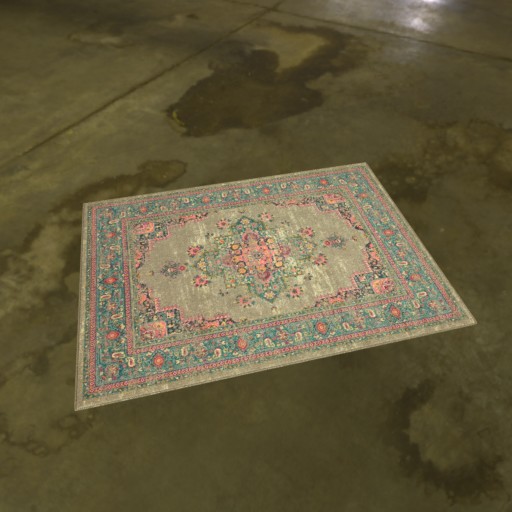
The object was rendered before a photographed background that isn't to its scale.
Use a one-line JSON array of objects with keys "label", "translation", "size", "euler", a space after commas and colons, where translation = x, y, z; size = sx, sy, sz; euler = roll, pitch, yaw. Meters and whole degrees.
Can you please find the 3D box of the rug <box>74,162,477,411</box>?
[{"label": "rug", "translation": [0.000, 0.000, 2.876], "size": [2.214, 0.013, 1.609], "euler": [-10, 48, -9]}]
